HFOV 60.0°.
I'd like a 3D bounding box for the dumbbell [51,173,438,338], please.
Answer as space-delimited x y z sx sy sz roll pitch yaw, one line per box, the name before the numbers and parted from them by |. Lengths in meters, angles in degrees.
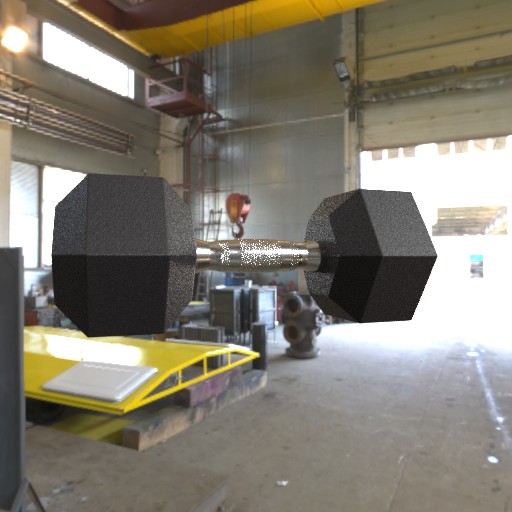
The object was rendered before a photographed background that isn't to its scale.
dumbbell | 0.000 0.000 0.410 0.337 0.123 0.142 0 0 -18
